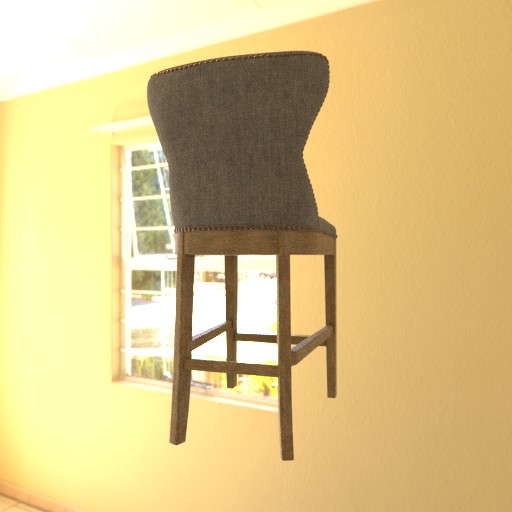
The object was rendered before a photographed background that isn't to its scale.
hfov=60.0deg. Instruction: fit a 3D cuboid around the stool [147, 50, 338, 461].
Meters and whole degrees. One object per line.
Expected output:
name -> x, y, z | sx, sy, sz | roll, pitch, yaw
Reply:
stool -> 0.000, 0.000, 1.329 | 0.498, 0.981, 0.608 | 0, 0, 18
